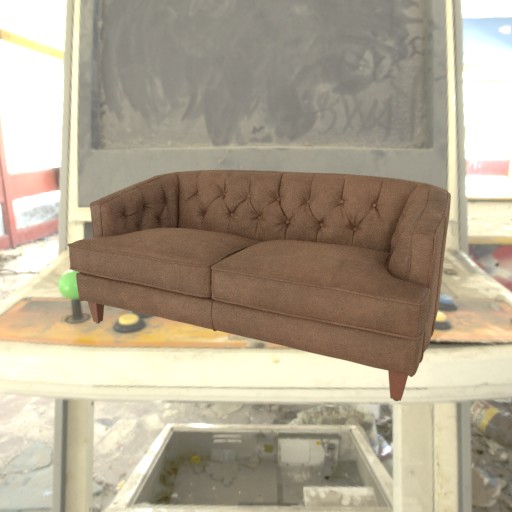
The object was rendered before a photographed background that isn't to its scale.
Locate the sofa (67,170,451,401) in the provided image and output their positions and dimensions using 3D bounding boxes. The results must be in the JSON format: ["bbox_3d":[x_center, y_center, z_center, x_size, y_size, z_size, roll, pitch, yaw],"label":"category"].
[{"bbox_3d":[0.000,0.000,2.274,1.767,0.799,0.917,8,17,27],"label":"sofa"}]
